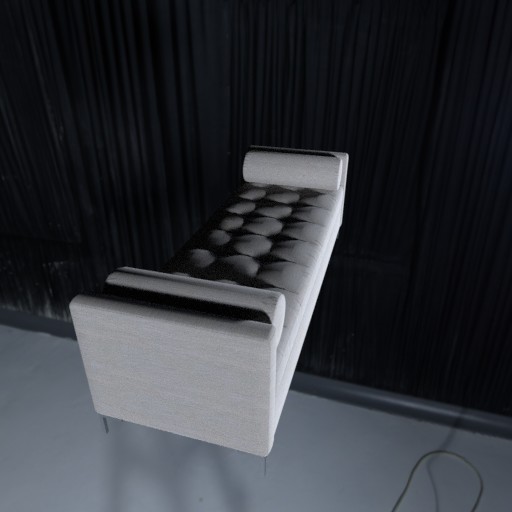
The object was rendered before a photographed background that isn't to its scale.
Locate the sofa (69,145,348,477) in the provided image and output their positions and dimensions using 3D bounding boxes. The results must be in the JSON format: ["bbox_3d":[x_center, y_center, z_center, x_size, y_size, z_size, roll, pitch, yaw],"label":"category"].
[{"bbox_3d":[0.000,0.000,2.314,0.686,0.635,1.981,8,30,15],"label":"sofa"}]
